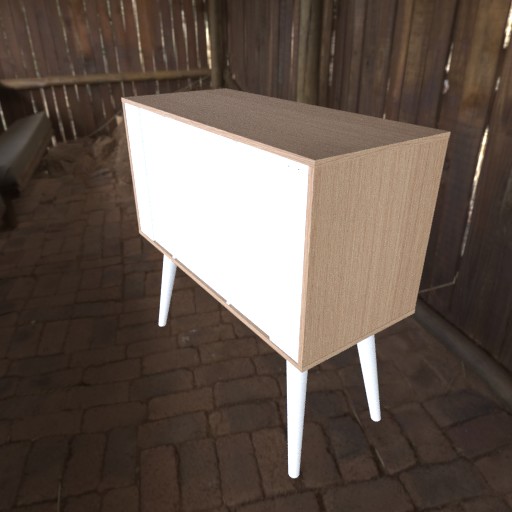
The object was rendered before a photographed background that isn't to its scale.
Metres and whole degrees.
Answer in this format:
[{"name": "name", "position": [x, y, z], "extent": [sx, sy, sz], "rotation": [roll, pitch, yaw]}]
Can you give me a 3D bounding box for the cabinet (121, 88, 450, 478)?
[{"name": "cabinet", "position": [0.000, 0.000, 1.614], "extent": [0.470, 1.016, 1.057], "rotation": [-18, 33, -31]}]
